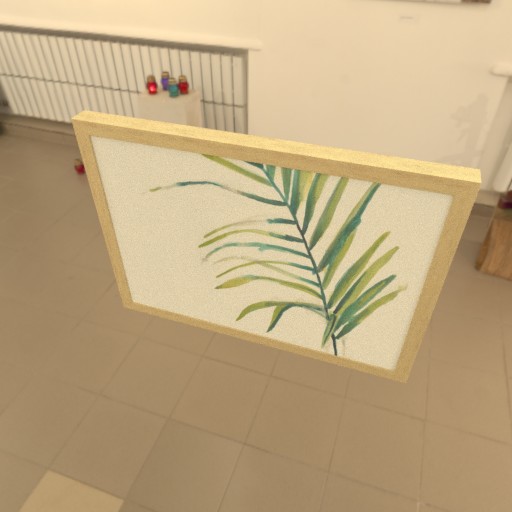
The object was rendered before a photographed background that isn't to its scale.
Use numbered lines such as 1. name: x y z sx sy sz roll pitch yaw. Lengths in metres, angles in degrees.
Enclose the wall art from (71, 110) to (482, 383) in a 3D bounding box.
1. wall art: 0.000 0.000 0.685 0.532 0.380 0.032 12 42 14
